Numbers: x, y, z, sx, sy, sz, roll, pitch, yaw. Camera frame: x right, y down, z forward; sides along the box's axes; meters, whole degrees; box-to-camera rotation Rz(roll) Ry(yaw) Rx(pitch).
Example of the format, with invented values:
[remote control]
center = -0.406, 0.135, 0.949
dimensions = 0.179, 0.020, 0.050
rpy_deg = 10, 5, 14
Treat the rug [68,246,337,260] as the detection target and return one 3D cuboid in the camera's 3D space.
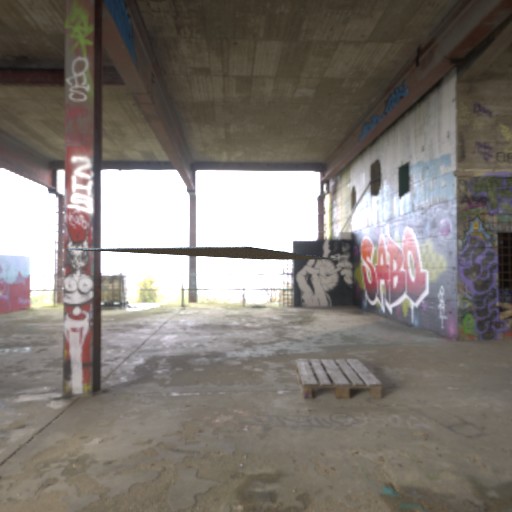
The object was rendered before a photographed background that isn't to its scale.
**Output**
[rug]
center = 0.000, 0.000, 2.681
dimensions = 0.688, 0.008, 2.443
rpy_deg = 0, -1, 17
